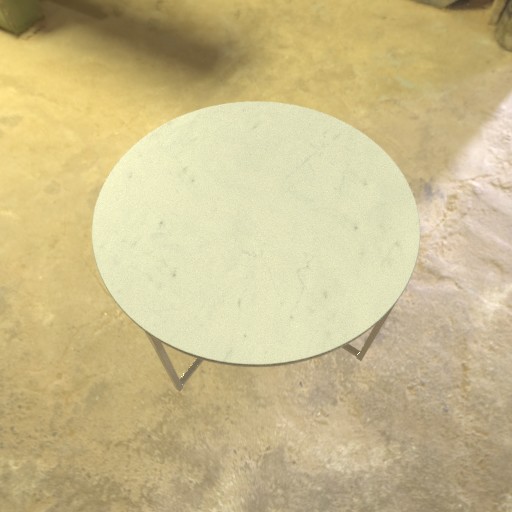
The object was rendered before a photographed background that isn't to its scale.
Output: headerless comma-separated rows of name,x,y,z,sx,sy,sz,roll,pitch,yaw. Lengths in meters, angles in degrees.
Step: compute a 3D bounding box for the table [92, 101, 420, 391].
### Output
table,0.000,0.000,1.288,0.800,0.450,0.800,0,58,0
